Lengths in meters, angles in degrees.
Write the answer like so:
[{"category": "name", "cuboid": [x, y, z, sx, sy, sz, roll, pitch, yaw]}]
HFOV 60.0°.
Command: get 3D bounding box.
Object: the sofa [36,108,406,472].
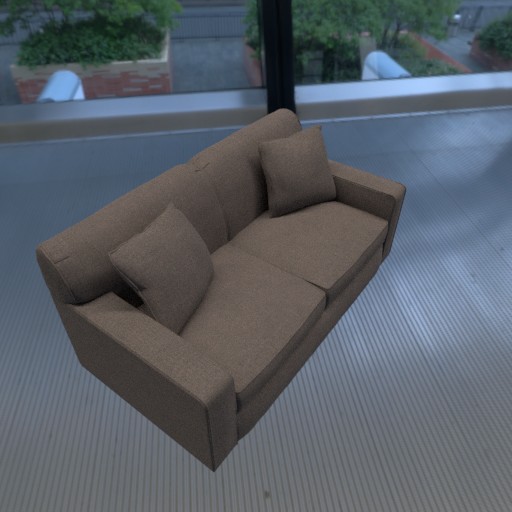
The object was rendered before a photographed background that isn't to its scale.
[{"category": "sofa", "cuboid": [0.000, 0.000, 2.447, 1.000, 0.958, 1.846, 26, 47, 27]}]
